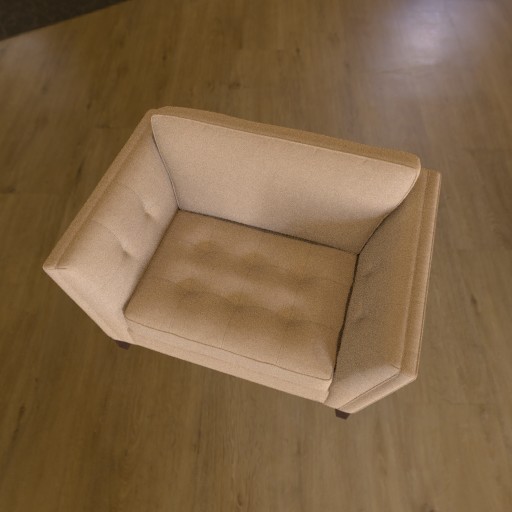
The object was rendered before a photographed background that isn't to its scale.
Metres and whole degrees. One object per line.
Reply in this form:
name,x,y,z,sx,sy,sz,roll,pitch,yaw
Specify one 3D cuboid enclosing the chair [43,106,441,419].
chair,0.000,0.000,2.042,1.397,0.940,0.965,15,59,9
